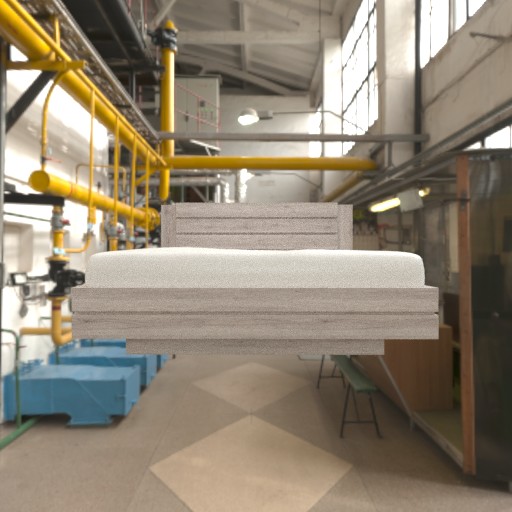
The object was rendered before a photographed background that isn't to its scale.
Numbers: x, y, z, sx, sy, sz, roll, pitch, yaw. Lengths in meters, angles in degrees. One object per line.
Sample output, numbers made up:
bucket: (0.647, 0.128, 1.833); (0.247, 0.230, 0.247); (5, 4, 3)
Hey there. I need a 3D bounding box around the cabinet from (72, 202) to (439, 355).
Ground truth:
cabinet: (0.000, 0.000, 3.038); (1.750, 0.970, 2.080); (0, 0, 0)
